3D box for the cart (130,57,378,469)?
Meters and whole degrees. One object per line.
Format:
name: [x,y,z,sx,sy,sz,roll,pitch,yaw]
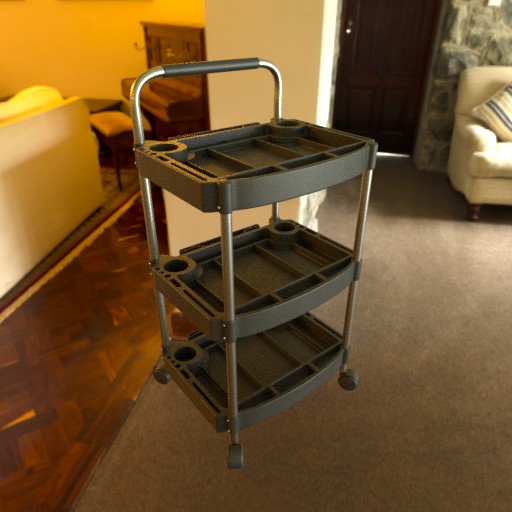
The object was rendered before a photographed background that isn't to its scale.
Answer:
cart: [0.000,0.000,1.366,0.584,1.075,0.518,-21,36,-32]
